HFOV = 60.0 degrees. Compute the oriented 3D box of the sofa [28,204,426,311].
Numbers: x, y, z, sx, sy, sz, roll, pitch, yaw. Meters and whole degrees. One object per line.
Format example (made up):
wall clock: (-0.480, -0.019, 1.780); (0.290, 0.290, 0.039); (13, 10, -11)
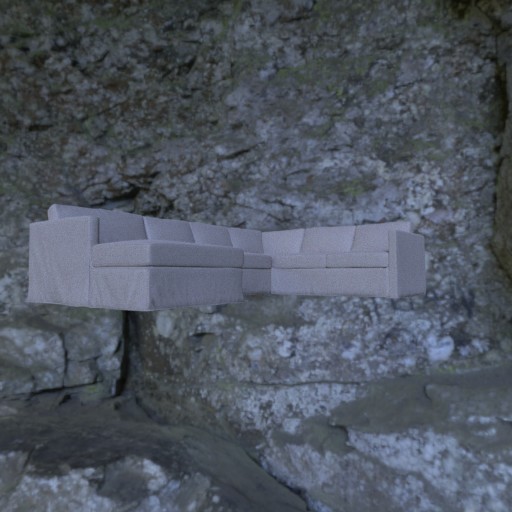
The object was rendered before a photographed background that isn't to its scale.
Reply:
sofa: (0.000, 0.000, 4.574); (2.476, 0.878, 3.528); (-2, -3, 36)
